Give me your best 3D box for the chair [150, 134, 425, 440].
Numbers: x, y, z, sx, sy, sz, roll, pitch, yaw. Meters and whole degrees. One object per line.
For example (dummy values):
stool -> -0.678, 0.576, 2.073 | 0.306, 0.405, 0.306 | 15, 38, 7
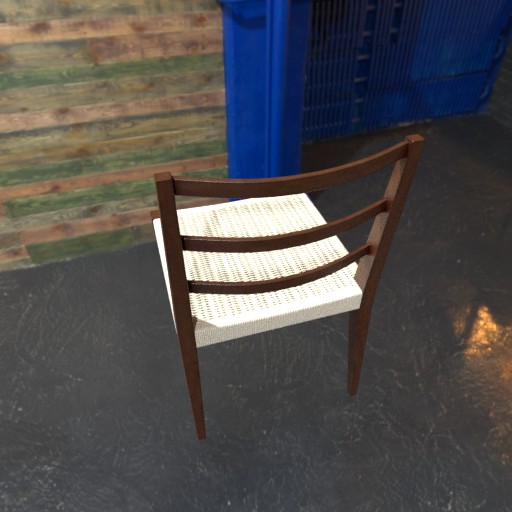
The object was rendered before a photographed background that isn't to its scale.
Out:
chair -> 0.000, 0.000, 1.155 | 0.480, 0.813, 0.551 | -11, 42, -13
